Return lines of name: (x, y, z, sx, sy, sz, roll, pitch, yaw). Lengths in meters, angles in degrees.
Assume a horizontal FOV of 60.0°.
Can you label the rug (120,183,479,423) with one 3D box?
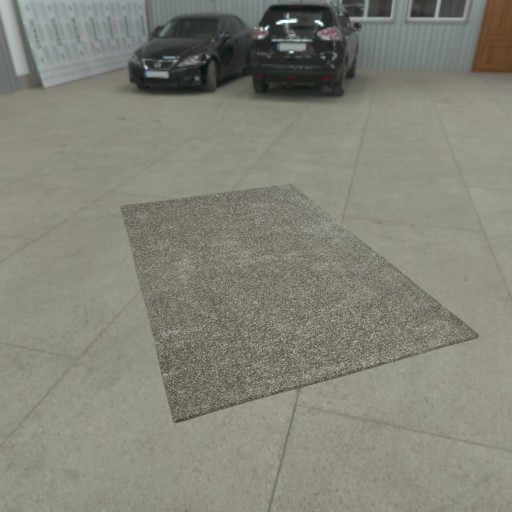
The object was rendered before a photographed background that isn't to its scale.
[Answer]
rug: (0.000, 0.000, 3.426, 1.802, 0.026, 2.699, -10, 31, -17)
